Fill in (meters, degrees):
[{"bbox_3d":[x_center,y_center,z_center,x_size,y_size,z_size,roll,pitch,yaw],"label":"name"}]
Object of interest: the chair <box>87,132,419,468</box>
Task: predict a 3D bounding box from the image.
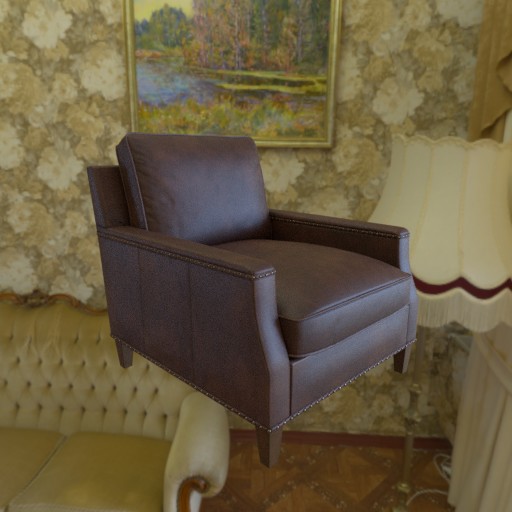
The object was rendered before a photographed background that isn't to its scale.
[{"bbox_3d":[0.000,0.000,1.717,0.853,0.929,1.014,-13,19,-43],"label":"chair"}]
